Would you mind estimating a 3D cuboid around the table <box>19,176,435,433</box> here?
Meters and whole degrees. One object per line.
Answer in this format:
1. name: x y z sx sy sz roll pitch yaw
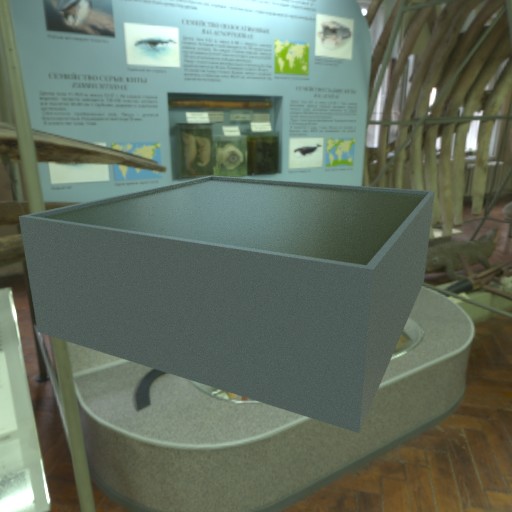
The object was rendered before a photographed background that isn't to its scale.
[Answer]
1. table: 0.000 0.000 1.217 0.801 0.299 0.801 9 20 26
